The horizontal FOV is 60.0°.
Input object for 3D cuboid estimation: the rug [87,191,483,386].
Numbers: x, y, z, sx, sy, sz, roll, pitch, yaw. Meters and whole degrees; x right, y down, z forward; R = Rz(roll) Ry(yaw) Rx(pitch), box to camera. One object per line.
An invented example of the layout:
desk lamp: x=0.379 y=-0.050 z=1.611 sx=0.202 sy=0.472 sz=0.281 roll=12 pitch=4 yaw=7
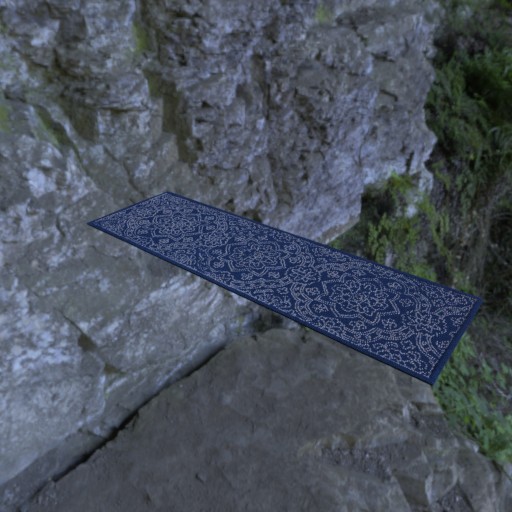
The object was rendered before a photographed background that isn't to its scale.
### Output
rug: x=0.000 y=0.000 z=2.725 sx=2.448 sy=0.012 sz=0.769 roll=22 pitch=37 yaw=32
